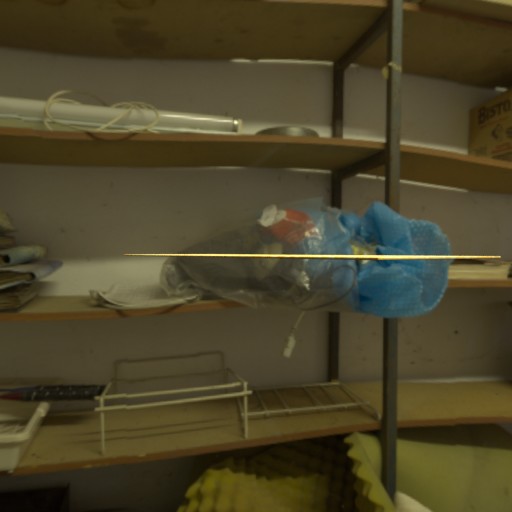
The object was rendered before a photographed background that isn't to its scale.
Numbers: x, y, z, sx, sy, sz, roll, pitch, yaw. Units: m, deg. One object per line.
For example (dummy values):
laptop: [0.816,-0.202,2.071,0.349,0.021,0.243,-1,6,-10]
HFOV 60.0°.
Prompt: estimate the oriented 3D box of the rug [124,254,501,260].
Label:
rug: [0.000,0.000,2.611,0.775,0.010,2.438,0,1,-35]
